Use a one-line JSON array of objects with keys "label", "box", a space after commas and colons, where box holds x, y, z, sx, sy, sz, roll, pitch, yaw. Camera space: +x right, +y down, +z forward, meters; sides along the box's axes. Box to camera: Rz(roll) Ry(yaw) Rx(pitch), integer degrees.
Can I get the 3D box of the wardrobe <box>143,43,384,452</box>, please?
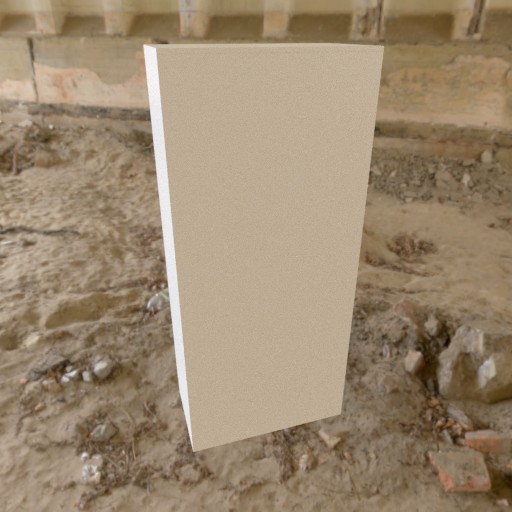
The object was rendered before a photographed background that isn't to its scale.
[{"label": "wardrobe", "box": [0.000, 0.000, 1.977, 0.760, 1.700, 0.470, -8, 28, -16]}]
